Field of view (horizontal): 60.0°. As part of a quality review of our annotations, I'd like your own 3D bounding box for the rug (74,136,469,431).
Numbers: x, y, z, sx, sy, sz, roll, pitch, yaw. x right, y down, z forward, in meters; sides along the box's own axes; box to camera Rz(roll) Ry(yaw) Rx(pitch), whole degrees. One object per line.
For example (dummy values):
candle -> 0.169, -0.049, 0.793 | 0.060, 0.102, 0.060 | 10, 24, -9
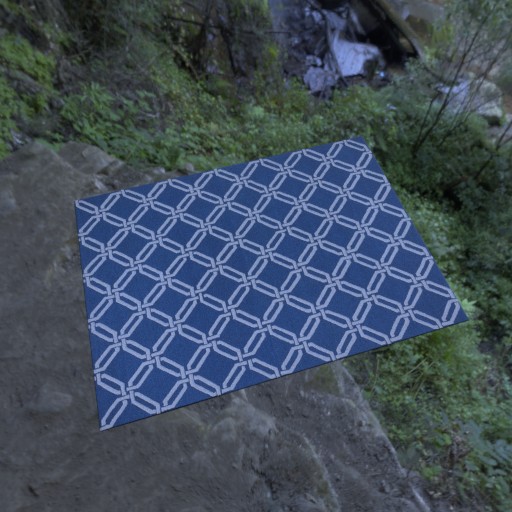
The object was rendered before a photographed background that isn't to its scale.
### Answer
rug -> 0.000, 0.000, 4.397 | 3.342, 0.018, 2.432 | -14, 60, -8
